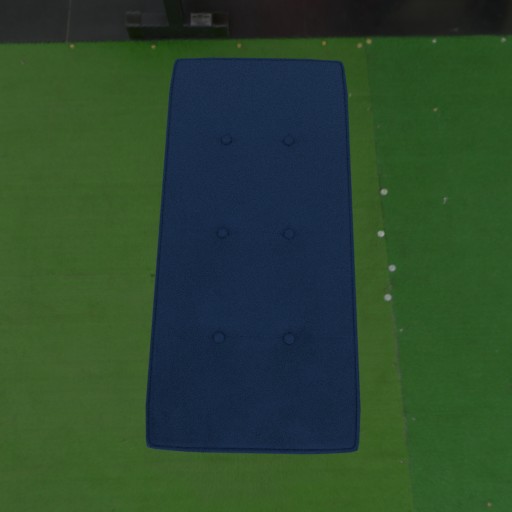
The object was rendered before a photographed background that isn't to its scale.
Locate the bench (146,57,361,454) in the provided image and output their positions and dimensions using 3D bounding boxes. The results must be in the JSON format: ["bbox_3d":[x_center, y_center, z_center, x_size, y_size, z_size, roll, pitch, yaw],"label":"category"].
[{"bbox_3d":[0.000,0.000,1.297,0.489,0.467,1.010,1,75,0],"label":"bench"}]
